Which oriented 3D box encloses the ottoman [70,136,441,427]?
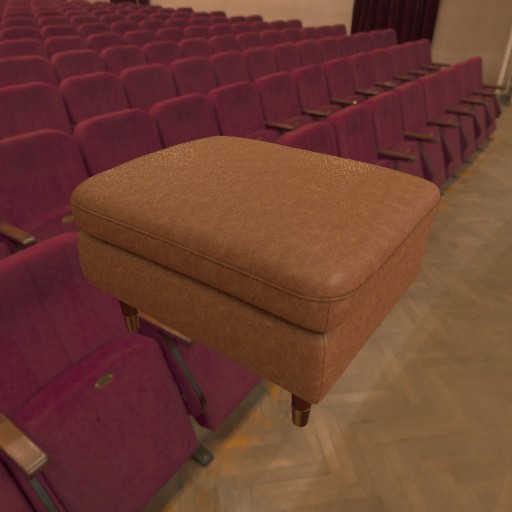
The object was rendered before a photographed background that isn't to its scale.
[{"bbox_3d":[0.000,0.000,1.137,0.747,0.478,0.593,20,36,30],"label":"ottoman"}]
